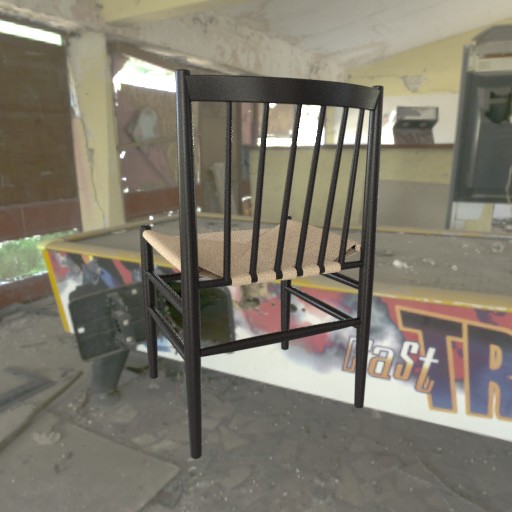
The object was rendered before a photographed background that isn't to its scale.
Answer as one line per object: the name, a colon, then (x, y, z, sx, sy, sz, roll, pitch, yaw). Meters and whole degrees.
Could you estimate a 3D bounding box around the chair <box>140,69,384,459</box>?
chair: (0.000, 0.000, 1.147, 0.495, 0.818, 0.516, -6, 14, -25)
